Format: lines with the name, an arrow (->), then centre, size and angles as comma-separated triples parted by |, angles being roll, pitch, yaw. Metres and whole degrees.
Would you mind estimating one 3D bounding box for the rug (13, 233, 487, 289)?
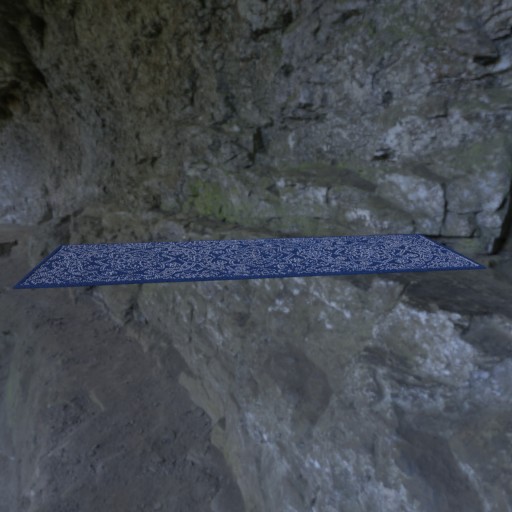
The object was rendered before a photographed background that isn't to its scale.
rug -> 0.000, 0.000, 2.626 | 2.448, 0.012, 0.769 | -2, 17, -7
